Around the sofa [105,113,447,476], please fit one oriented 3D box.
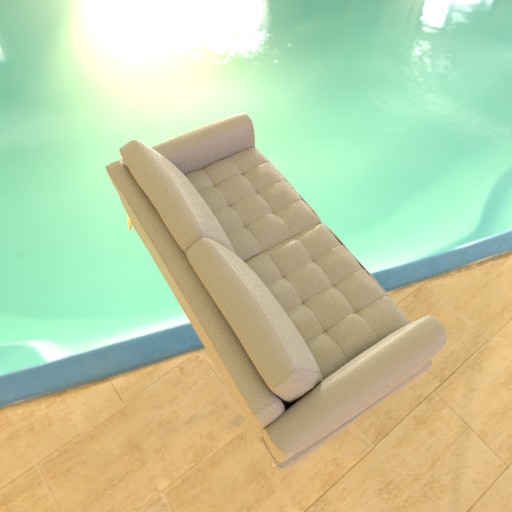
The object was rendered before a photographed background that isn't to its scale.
[{"bbox_3d":[0.000,0.000,2.753,1.121,0.930,2.177,-27,60,-17],"label":"sofa"}]
